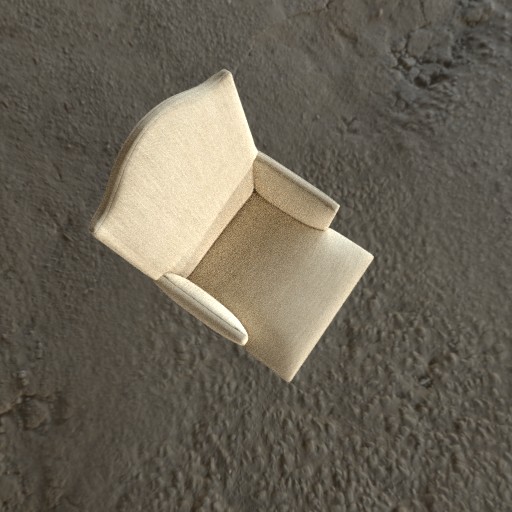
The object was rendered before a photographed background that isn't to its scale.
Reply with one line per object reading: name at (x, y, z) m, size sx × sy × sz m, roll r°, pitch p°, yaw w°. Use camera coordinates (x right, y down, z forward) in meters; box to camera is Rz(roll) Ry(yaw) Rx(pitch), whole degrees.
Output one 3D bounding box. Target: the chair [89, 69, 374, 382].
chair at (0.000, 0.000, 1.415) m, size 0.641 × 1.016 × 0.533 m, roll 35°, pitch 79°, yaw 8°
